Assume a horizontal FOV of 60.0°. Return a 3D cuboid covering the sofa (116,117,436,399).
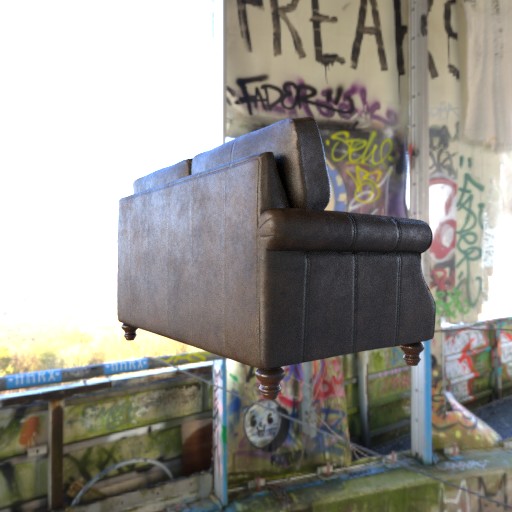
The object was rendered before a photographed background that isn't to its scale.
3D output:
[{"bbox_3d":[0.000,0.000,2.299,0.990,0.976,1.616,0,-1,-36],"label":"sofa"}]
